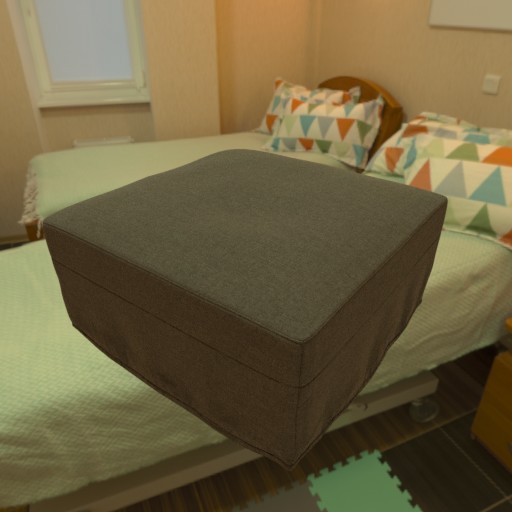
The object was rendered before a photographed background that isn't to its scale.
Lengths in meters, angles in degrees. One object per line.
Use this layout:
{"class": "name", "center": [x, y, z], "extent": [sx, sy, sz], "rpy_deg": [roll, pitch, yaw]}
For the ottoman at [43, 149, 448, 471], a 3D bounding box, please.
{"class": "ottoman", "center": [0.000, 0.000, 1.317], "extent": [0.840, 0.436, 0.843], "rpy_deg": [21, 36, 32]}
